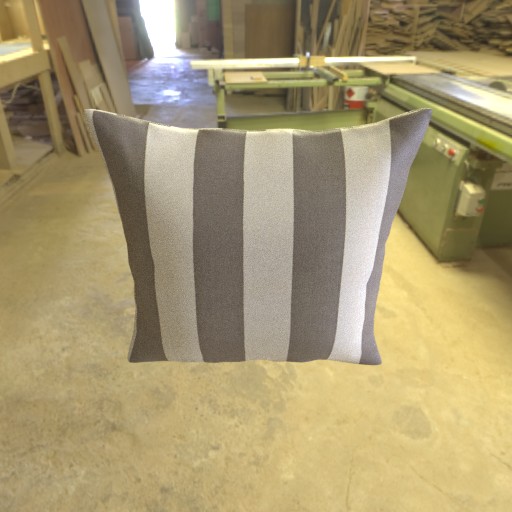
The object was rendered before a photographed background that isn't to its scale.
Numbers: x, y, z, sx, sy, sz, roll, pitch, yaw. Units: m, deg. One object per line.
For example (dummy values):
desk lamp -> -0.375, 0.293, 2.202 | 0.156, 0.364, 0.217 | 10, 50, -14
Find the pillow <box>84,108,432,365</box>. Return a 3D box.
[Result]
pillow -> 0.000, 0.000, 0.784 | 0.522, 0.507, 0.192 | 0, 30, 0
